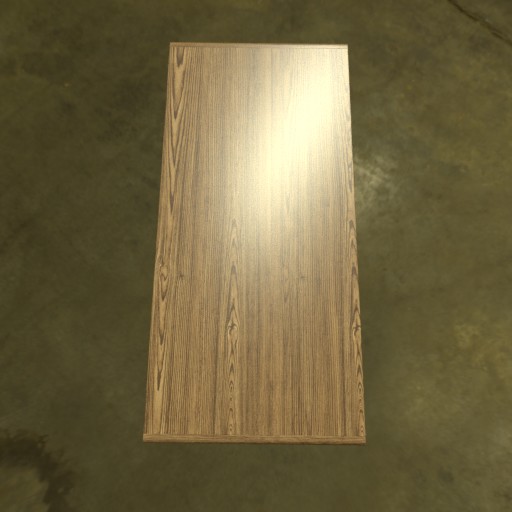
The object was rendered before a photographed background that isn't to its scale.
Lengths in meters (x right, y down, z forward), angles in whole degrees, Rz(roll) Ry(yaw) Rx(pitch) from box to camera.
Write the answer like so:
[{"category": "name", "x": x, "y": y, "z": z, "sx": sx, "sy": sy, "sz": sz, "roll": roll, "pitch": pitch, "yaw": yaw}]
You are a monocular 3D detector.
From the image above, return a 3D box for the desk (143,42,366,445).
[{"category": "desk", "x": 0.000, "y": 0.000, "z": 1.495, "sx": 0.508, "sy": 0.755, "sz": 1.067, "roll": 1, "pitch": 76, "yaw": 0}]
